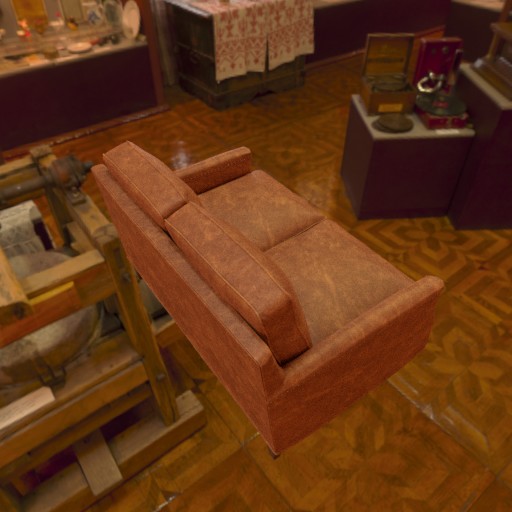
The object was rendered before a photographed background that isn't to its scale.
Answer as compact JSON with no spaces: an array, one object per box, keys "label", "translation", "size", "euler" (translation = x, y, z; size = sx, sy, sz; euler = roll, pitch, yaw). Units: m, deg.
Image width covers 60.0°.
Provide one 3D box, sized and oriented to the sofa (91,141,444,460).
[{"label":"sofa","translation":[0.000,0.000,2.329],"size":[1.084,1.003,1.597],"euler":[-26,48,-26]}]
